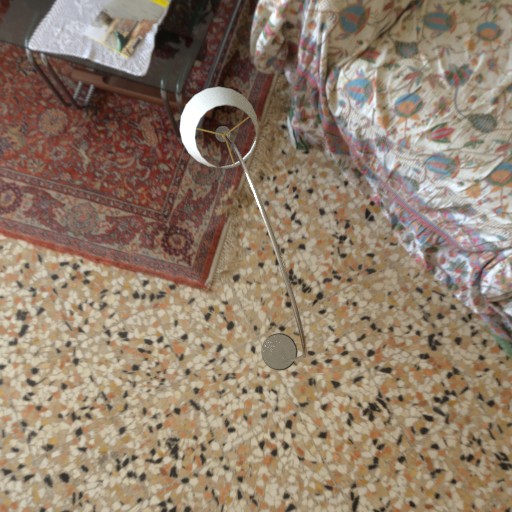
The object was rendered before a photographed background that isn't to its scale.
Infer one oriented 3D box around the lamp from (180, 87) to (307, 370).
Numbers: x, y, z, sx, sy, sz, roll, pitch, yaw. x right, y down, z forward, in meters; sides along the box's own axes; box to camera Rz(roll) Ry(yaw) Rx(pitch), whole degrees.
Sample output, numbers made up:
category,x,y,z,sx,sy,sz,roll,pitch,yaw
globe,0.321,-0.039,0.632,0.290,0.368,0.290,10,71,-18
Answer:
category,x,y,z,sx,sy,sz,roll,pitch,yaw
lamp,0.000,0.000,2.717,0.406,2.098,1.445,-19,77,-5
